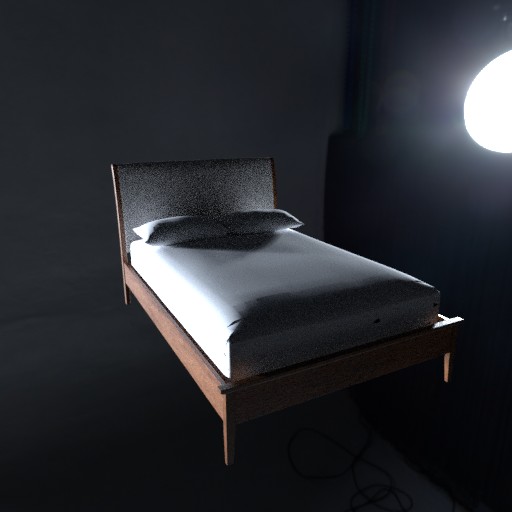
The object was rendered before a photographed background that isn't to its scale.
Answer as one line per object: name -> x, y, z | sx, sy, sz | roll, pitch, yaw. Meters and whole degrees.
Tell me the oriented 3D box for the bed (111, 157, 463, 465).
bed -> 0.000, 0.000, 3.302 | 1.612, 1.250, 2.380 | -9, 19, -27
